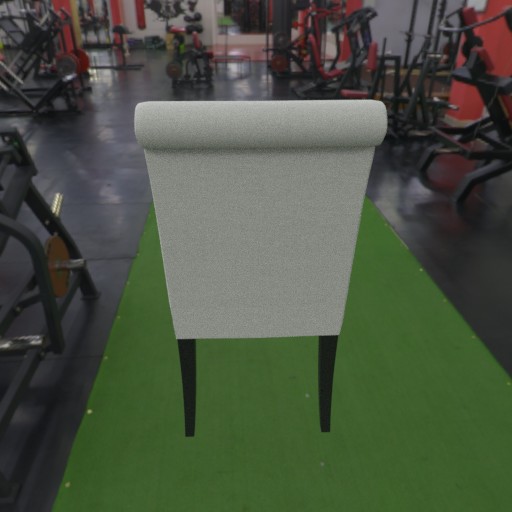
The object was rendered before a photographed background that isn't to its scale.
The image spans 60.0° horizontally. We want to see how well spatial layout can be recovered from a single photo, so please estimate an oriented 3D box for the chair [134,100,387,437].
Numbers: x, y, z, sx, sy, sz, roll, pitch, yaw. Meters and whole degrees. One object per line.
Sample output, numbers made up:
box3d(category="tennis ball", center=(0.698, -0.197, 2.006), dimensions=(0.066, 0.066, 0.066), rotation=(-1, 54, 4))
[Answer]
box3d(category="chair", center=(0.000, 0.000, 1.294), dimensions=(0.452, 0.976, 0.708), rotation=(-1, 29, -2))
